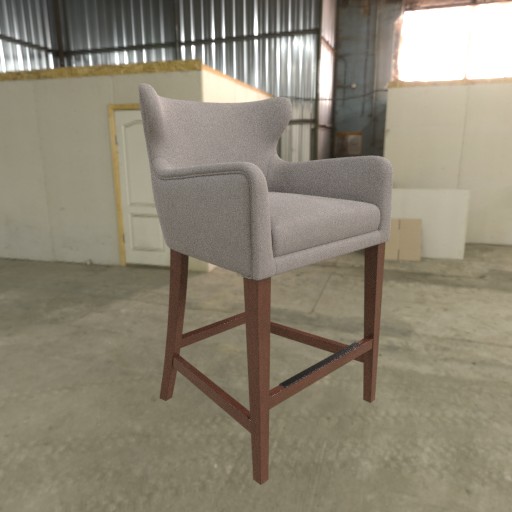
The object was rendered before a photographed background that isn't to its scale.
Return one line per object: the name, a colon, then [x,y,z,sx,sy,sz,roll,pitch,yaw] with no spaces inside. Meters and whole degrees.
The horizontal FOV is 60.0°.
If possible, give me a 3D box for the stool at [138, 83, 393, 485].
stool: [0.000,0.000,1.329,0.575,0.951,0.575,-14,20,-43]
